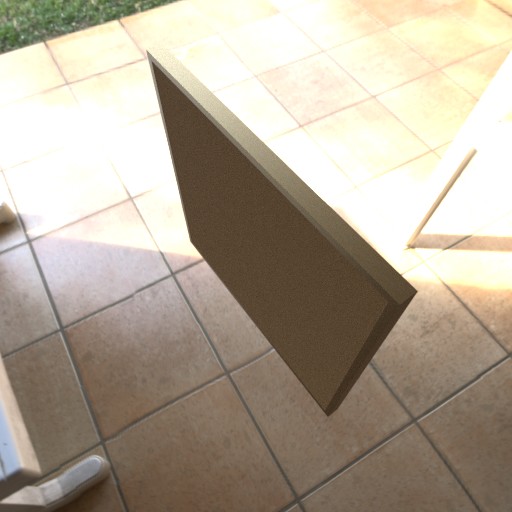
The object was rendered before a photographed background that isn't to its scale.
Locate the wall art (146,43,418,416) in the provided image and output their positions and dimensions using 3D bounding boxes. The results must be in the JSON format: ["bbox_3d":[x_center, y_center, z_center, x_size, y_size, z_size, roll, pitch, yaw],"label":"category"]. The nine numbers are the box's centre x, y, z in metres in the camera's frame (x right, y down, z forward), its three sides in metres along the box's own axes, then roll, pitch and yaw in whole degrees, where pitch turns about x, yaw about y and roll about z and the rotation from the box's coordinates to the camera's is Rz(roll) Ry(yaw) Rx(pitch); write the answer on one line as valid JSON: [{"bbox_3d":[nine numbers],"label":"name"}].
[{"bbox_3d":[0.000,0.000,1.138,0.038,0.762,0.762,-32,64,-18],"label":"wall art"}]
